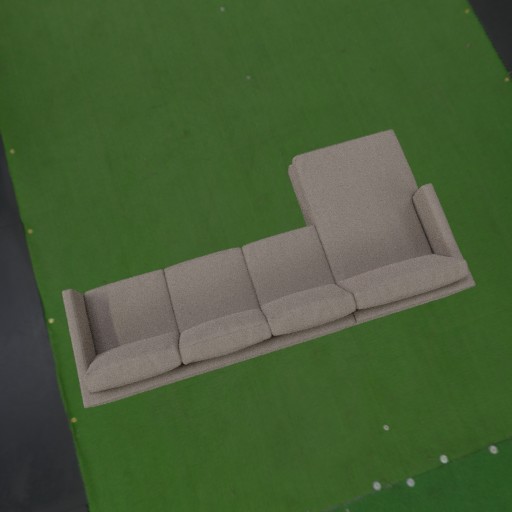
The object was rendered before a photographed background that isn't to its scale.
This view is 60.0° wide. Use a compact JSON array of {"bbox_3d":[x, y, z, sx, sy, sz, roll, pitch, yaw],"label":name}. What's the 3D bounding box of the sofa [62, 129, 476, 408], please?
[{"bbox_3d":[0.000,0.000,3.838,3.186,0.846,1.625,-16,76,-4],"label":"sofa"}]
